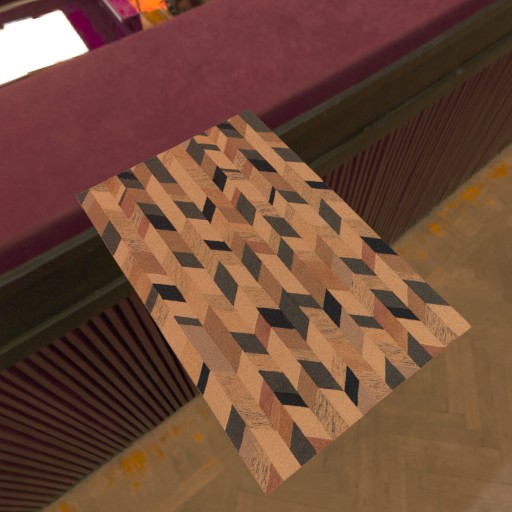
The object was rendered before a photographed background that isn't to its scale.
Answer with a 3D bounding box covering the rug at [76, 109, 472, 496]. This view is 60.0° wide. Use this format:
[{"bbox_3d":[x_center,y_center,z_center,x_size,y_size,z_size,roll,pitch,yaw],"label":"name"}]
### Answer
[{"bbox_3d":[0.000,0.000,2.276,1.202,0.006,1.813,-32,65,-17],"label":"rug"}]
